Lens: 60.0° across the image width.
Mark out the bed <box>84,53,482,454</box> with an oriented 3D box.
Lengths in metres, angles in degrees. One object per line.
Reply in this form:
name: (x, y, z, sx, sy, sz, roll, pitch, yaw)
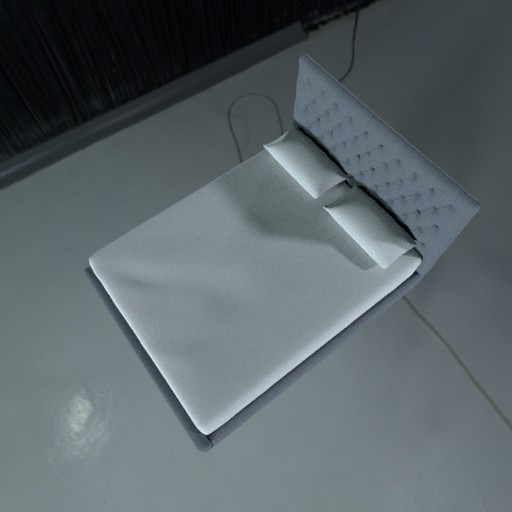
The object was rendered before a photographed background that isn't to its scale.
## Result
bed: (0.000, 0.000, 3.315, 2.231, 1.427, 1.698, -34, 69, -16)
